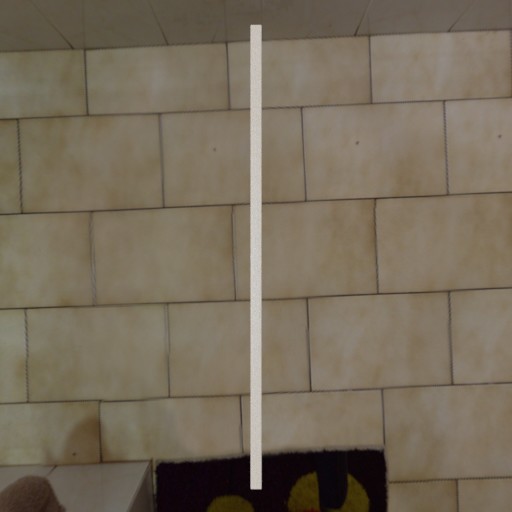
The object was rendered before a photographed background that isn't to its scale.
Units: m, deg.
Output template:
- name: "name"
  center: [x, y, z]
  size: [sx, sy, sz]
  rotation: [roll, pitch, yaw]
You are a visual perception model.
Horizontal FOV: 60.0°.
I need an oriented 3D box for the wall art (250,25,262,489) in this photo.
- name: "wall art"
  center: [0.000, 0.000, 0.833]
  size: [0.015, 0.577, 0.572]
  rotation: [0, 91, 0]
